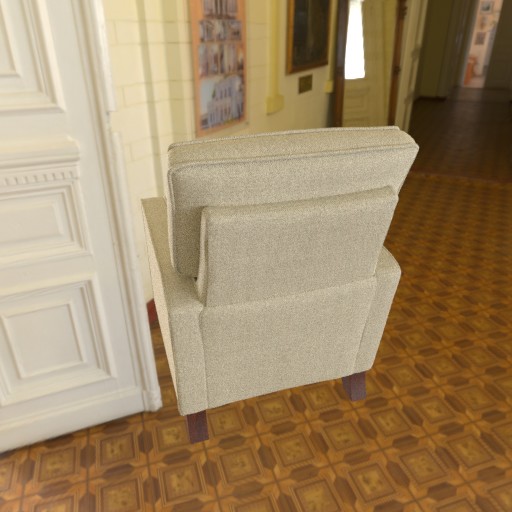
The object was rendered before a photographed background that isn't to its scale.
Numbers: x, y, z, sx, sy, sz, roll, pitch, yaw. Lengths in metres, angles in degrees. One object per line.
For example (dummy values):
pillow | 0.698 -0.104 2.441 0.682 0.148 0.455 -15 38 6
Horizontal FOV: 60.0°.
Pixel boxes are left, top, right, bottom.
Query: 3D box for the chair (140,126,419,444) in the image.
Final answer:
chair | 0.000 0.000 1.420 0.648 0.888 0.754 -9 28 -16
